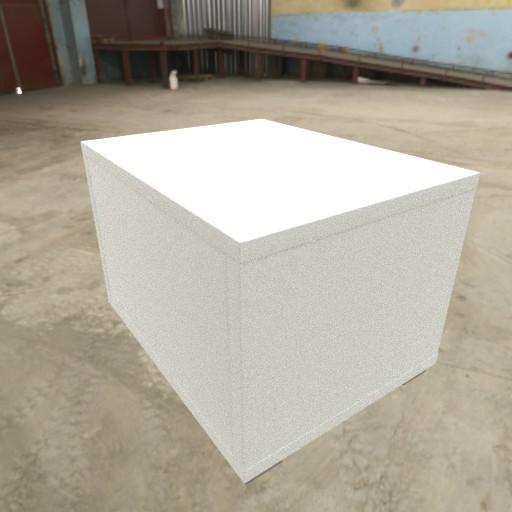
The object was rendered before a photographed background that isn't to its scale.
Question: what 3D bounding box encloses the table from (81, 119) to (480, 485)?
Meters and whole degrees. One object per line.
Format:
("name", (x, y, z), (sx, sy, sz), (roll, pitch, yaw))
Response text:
("table", (0.000, 0.000, 0.780), (0.399, 0.357, 0.517), (-18, 32, -31))
